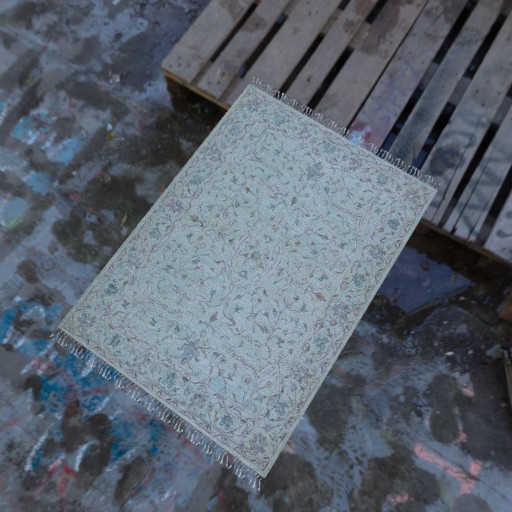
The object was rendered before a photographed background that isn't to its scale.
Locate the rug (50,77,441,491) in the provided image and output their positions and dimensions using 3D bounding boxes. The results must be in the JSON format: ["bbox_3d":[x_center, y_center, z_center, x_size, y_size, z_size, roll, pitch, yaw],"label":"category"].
[{"bbox_3d":[0.000,0.000,2.277,1.247,0.008,1.802,33,76,9],"label":"rug"}]
